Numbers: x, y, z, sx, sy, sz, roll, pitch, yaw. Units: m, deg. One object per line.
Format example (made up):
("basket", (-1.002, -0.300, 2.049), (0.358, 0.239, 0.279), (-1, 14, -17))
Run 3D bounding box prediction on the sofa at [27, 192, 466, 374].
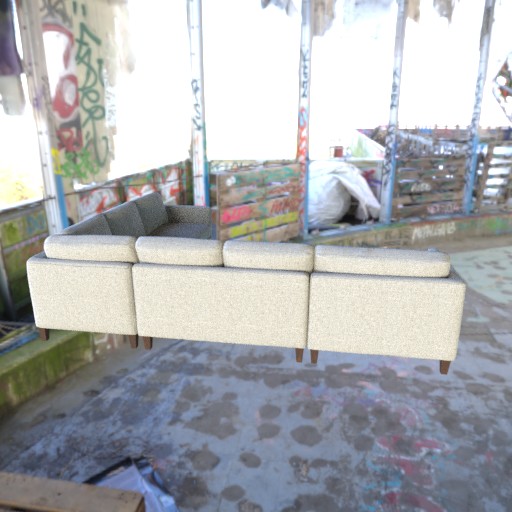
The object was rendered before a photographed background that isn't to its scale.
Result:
("sofa", (0.000, 0.000, 4.638), (3.460, 0.959, 2.593), (3, 17, 9))
